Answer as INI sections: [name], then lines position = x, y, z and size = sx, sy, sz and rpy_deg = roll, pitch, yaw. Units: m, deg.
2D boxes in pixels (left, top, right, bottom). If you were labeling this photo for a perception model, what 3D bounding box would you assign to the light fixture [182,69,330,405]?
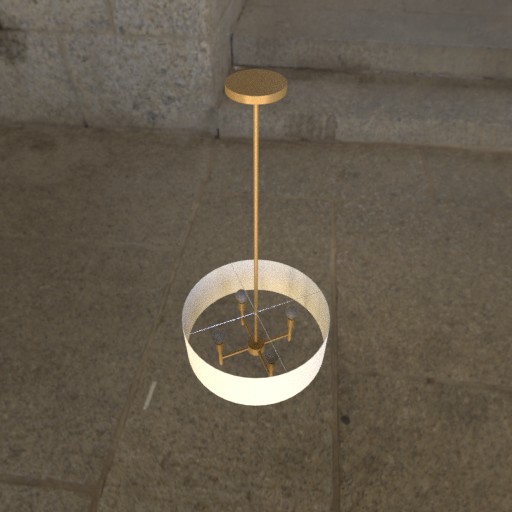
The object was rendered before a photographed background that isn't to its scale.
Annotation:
[light fixture]
position = 0.000, 0.000, 1.335
size = 0.508, 1.067, 0.508
rpy_deg = 0, 45, 0
